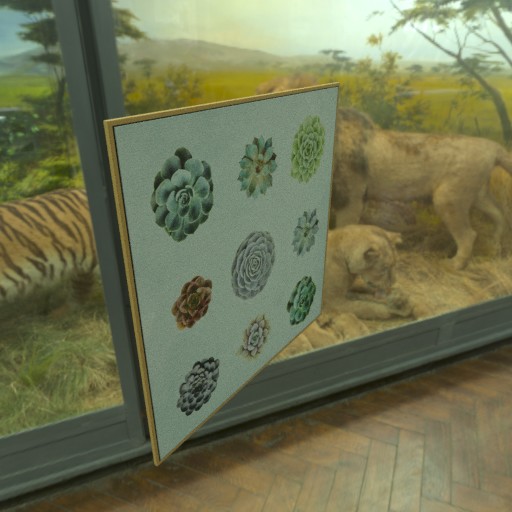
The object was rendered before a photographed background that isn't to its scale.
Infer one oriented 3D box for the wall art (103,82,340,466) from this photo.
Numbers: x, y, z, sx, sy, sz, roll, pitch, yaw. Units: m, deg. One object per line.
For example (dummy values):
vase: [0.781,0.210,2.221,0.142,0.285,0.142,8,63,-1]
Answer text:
wall art: [0.000,0.000,1.404,0.013,0.959,0.962,18,32,32]
